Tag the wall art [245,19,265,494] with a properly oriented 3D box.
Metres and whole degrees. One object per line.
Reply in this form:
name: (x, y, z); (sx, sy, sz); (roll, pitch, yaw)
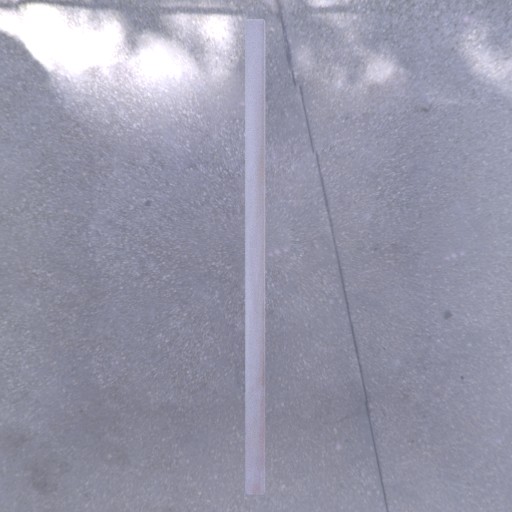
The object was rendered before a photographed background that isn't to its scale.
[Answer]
wall art: (0.000, 0.000, 1.154); (0.038, 0.609, 0.913); (0, 92, 0)
